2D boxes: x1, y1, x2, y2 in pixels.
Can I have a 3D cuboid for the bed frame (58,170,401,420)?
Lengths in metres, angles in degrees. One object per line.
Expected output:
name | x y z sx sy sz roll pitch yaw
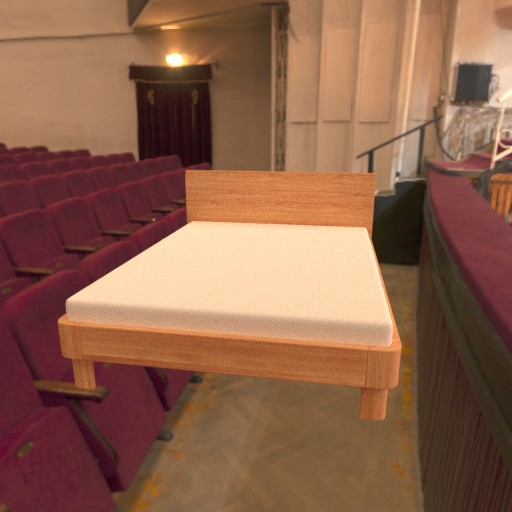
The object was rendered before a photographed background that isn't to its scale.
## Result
bed frame | 0.000 0.000 2.992 1.660 0.940 2.092 3 16 10
